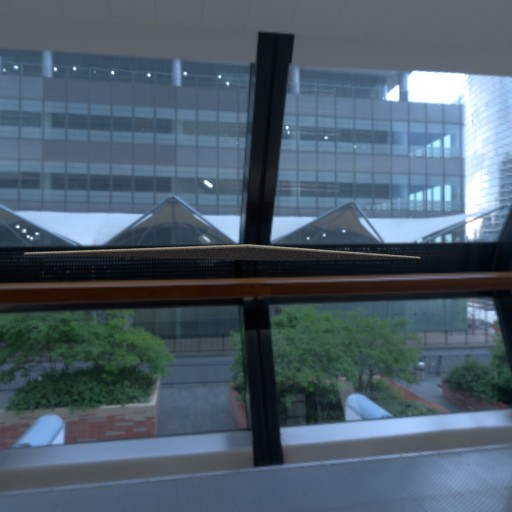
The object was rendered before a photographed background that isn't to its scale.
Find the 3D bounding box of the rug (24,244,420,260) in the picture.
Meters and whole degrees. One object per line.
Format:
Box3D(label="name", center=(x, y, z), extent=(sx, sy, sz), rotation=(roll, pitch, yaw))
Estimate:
Box3D(label="rug", center=(0.000, 0.000, 2.354), extent=(1.220, 0.007, 1.828), rotation=(-1, -2, 35))
